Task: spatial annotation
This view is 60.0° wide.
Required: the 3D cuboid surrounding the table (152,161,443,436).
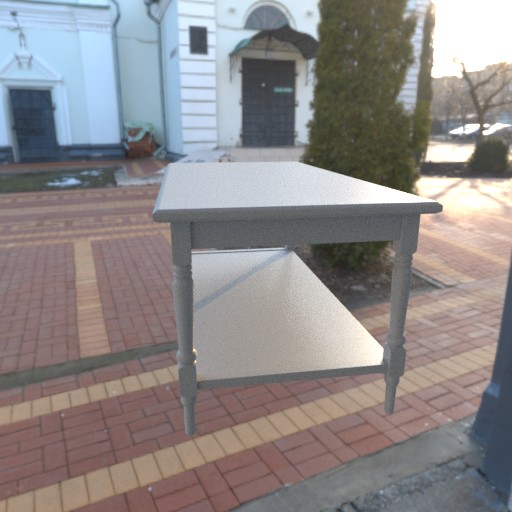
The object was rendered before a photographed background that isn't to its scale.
[{"bbox_3d":[0.000,0.000,1.408,0.551,0.506,1.109,-3,16,-9],"label":"table"}]
